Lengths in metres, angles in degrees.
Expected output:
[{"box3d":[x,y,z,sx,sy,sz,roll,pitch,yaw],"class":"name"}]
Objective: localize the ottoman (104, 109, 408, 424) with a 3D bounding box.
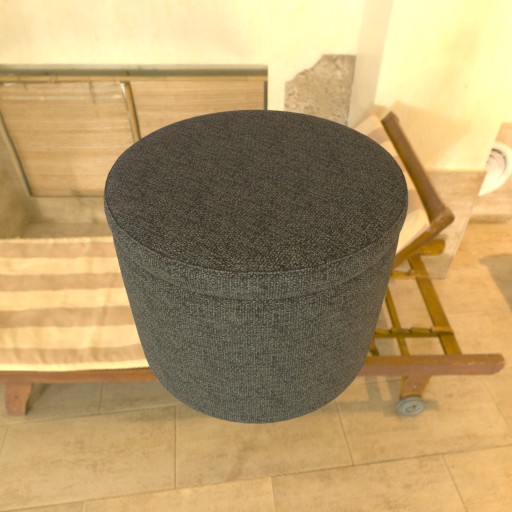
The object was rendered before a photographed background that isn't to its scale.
[{"box3d":[0.000,0.000,0.894,0.520,0.430,0.520,0,42,0],"class":"ottoman"}]
